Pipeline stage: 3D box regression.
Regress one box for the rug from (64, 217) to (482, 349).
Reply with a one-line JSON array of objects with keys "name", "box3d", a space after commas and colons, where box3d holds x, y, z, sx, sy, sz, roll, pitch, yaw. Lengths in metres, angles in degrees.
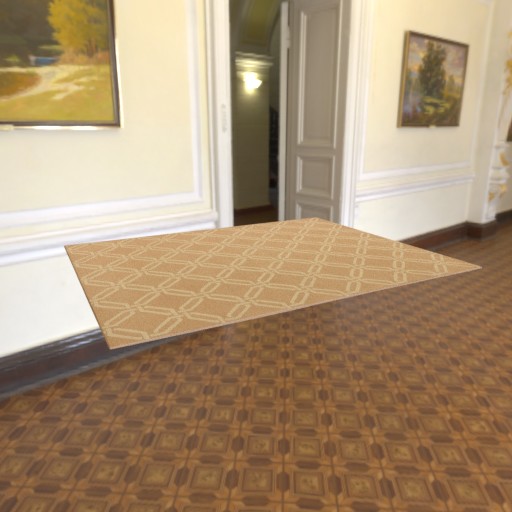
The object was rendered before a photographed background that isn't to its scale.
[{"name": "rug", "box3d": [0.000, 0.000, 3.869, 2.895, 0.018, 2.288, -8, 18, -27]}]
